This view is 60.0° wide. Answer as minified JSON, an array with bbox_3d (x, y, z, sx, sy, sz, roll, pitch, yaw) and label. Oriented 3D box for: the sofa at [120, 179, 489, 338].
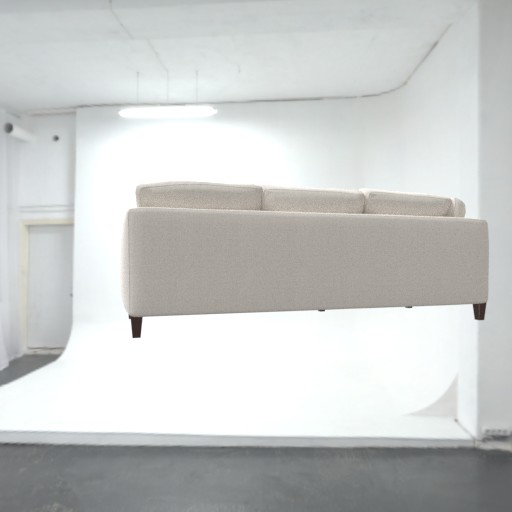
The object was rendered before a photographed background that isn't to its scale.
[{"bbox_3d":[0.000,0.000,4.406,2.593,0.947,3.302,0,0,-17],"label":"sofa"}]
